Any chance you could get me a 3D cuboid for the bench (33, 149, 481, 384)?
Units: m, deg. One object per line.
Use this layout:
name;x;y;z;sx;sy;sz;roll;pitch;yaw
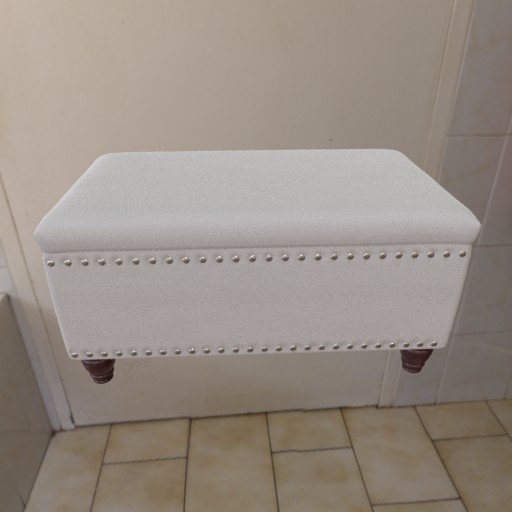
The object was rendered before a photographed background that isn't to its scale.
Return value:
bench;0.000;0.000;1.174;0.887;0.449;0.500;-1;29;-2
